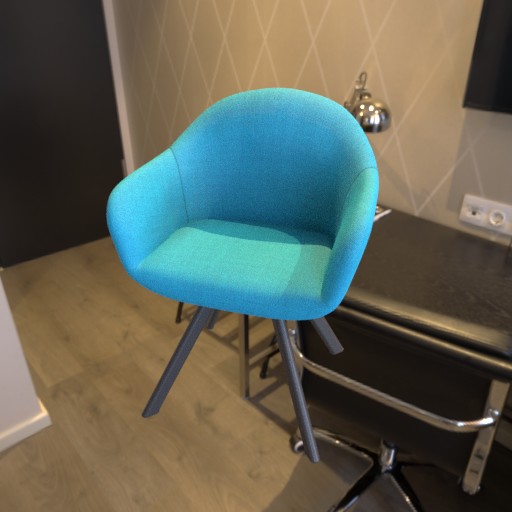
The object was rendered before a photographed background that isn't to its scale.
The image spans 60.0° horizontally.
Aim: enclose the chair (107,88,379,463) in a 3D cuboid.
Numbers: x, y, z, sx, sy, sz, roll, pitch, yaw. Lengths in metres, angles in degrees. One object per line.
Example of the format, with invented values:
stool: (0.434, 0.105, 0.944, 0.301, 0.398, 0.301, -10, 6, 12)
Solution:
chair: (0.000, 0.000, 1.192, 0.590, 0.795, 0.550, 8, 29, 15)
